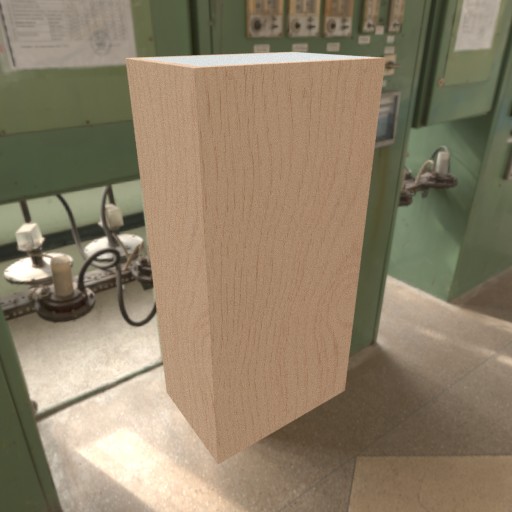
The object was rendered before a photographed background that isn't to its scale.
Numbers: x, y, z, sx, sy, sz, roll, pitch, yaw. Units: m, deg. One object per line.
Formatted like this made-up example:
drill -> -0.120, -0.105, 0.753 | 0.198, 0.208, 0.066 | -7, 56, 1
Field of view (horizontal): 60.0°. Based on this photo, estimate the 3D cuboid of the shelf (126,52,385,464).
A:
shelf -> 0.000, 0.000, 0.734 | 0.290, 0.600, 0.200 | -18, 32, -31
